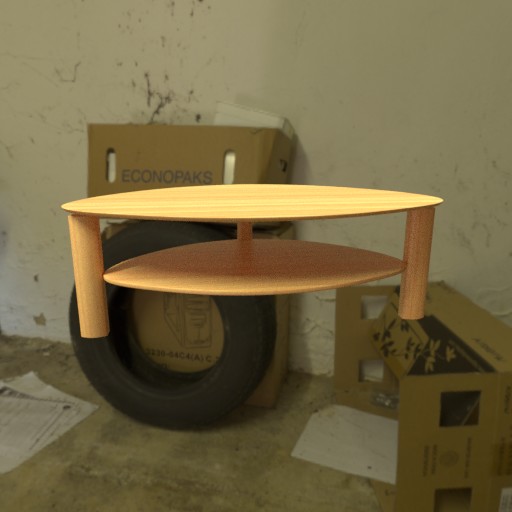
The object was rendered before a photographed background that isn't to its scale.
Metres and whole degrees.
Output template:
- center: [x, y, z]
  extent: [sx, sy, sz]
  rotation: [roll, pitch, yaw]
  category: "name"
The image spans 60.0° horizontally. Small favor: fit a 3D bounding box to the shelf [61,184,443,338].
- center: [0.000, 0.000, 1.631]
  extent: [1.246, 0.440, 0.845]
  rotation: [-2, 15, -8]
  category: "shelf"
